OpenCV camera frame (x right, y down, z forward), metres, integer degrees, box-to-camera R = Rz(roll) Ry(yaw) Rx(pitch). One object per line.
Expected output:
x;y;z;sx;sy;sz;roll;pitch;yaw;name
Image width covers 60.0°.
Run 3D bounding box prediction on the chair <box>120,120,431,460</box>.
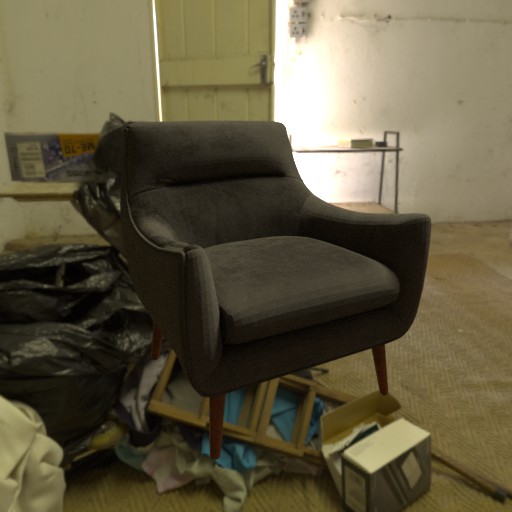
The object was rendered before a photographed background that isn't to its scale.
0.000;0.000;1.444;0.762;0.838;0.787;-9;20;-27;chair
